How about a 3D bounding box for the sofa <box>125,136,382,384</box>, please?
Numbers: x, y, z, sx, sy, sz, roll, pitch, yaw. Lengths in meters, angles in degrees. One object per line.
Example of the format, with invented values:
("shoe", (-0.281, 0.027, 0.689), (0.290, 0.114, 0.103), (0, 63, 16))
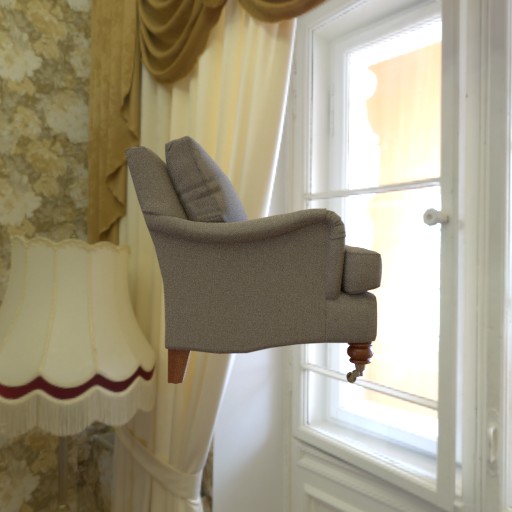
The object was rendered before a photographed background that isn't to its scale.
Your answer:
("sofa", (0.000, 0.000, 2.859), (1.087, 1.054, 2.160), (0, 1, 0))
